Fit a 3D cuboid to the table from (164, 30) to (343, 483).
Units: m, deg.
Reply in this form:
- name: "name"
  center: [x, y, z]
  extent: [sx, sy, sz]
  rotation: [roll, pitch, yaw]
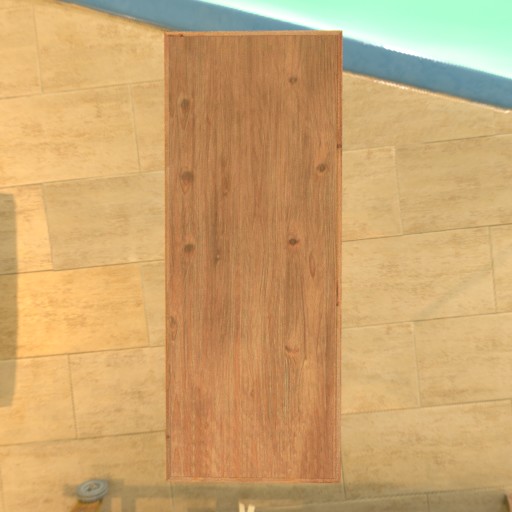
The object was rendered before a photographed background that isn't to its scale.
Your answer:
- name: "table"
  center: [0.000, 0.000, 1.738]
  extent: [0.522, 0.873, 1.330]
  rotation: [0, 91, 1]
